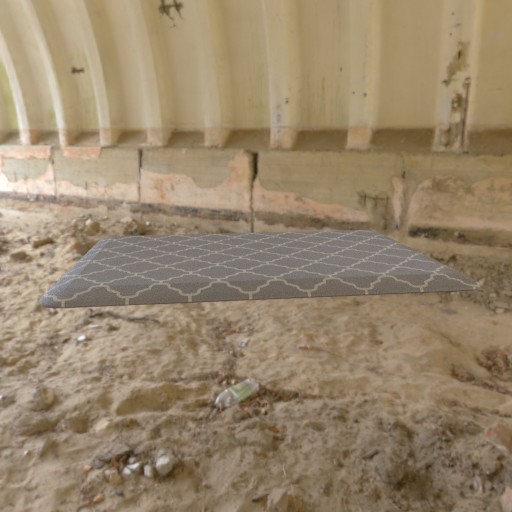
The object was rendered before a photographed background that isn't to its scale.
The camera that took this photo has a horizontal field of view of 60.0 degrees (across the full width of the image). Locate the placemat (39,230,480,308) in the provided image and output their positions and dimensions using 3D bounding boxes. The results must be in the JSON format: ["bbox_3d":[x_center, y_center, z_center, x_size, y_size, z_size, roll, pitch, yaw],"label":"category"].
[{"bbox_3d":[0.000,0.000,0.973,0.762,0.021,0.508,-2,14,-7],"label":"placemat"}]
